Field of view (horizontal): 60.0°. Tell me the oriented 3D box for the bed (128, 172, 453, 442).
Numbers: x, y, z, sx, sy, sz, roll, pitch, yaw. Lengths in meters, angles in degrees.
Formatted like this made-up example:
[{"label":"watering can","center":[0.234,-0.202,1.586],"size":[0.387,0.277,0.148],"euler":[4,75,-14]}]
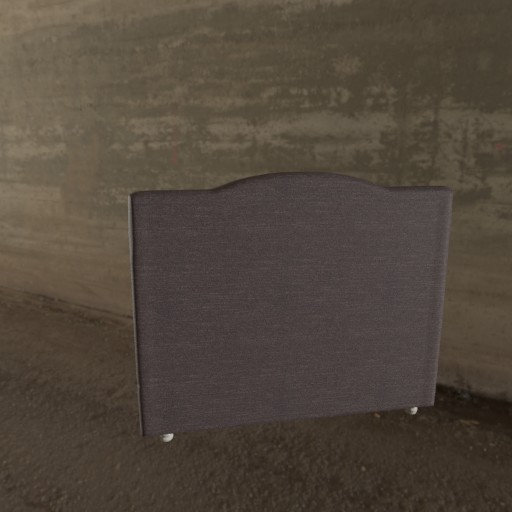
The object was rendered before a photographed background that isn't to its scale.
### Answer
[{"label":"bed","center":[0.000,0.000,3.539],"size":[1.741,1.441,2.507],"euler":[-2,14,-10]}]
